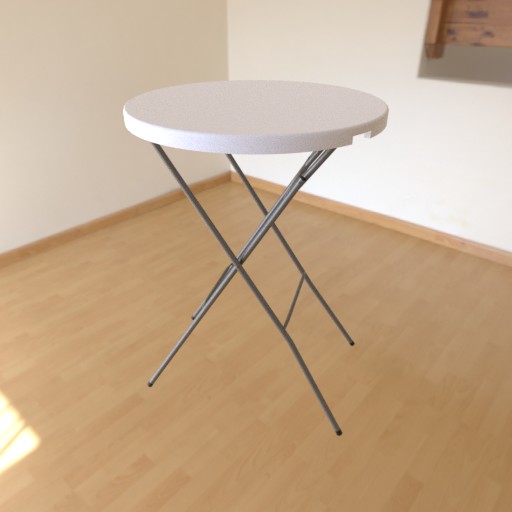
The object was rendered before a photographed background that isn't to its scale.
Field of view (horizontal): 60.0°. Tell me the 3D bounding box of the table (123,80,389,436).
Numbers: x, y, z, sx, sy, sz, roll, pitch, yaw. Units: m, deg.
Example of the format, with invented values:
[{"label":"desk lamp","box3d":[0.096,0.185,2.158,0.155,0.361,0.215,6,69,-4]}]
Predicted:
[{"label":"table","box3d":[0.000,0.000,1.639,0.795,1.105,0.792,8,31,14]}]
